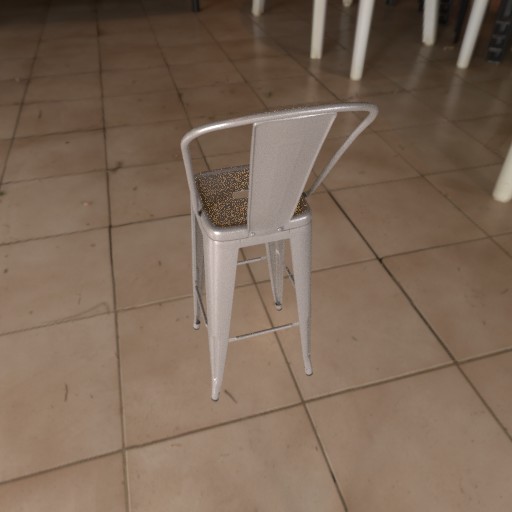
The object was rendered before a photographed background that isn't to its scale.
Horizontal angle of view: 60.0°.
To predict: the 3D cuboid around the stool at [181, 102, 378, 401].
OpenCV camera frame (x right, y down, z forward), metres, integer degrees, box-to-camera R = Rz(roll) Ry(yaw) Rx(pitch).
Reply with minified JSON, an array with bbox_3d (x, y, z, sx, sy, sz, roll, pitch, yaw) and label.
[{"bbox_3d":[0.000,0.000,1.303,0.399,1.096,0.513,-11,42,-13],"label":"stool"}]
